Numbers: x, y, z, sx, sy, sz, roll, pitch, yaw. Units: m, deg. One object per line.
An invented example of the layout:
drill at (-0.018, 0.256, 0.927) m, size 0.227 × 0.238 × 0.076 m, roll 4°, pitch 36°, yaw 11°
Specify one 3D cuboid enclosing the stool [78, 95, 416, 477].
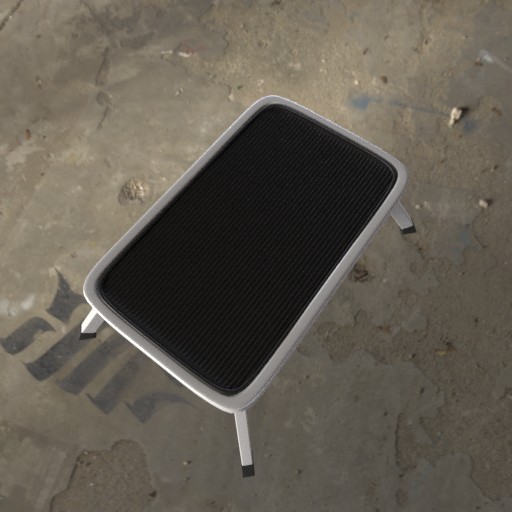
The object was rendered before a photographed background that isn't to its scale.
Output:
stool at (0.000, 0.000, 0.607) m, size 0.320 × 0.170 × 0.460 m, roll 34°, pitch 69°, yaw 15°
